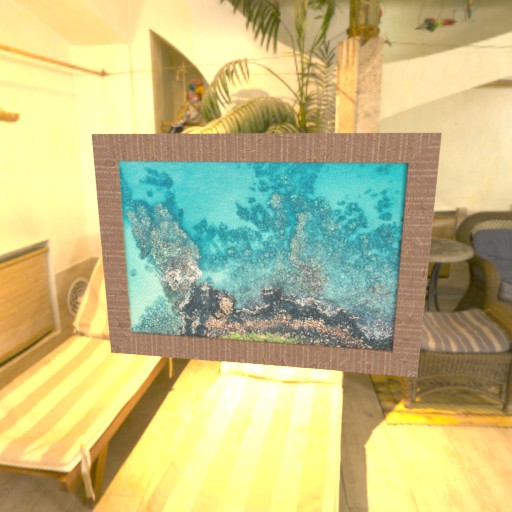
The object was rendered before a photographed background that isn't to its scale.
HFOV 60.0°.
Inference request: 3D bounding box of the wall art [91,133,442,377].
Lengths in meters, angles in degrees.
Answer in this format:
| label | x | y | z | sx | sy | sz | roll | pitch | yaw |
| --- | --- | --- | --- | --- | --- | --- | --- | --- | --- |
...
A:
| label | x | y | z | sx | sy | sz | roll | pitch | yaw |
| --- | --- | --- | --- | --- | --- | --- | --- | --- | --- |
| wall art | 0.000 | 0.000 | 1.425 | 1.056 | 0.761 | 0.020 | 2 | 15 | 9 |
